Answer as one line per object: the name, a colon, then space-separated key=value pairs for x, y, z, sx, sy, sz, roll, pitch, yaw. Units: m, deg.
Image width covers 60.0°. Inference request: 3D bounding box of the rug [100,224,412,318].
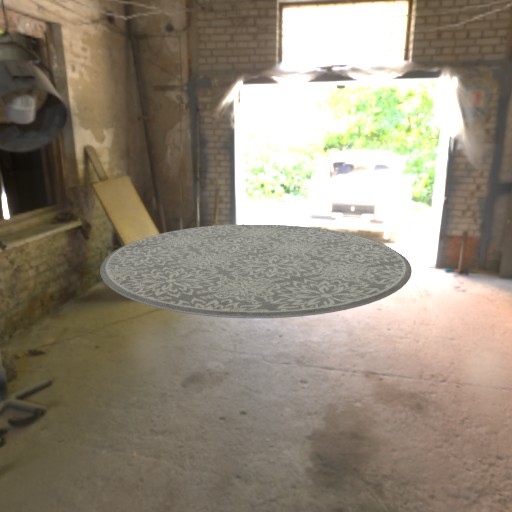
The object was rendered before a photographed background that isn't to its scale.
rug: x=0.000 y=0.000 z=2.391 sx=1.593 sy=0.012 sz=1.593 roll=0 pitch=16 yaw=0
